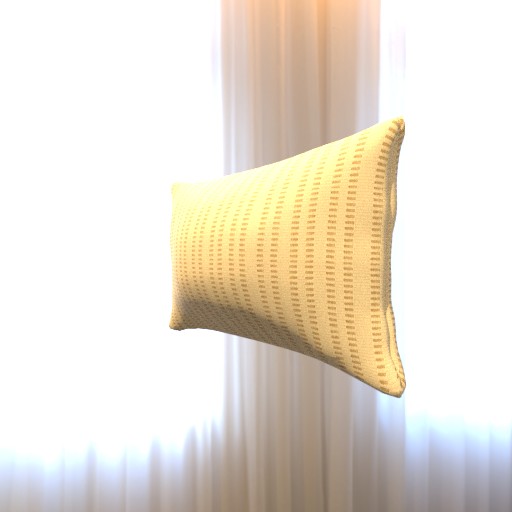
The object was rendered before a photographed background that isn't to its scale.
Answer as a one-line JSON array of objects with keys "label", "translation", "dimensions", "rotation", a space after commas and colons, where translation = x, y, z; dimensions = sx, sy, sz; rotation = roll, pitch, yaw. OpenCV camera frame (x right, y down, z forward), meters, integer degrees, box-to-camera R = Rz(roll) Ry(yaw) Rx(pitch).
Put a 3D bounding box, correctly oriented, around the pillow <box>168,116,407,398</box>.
[{"label": "pillow", "translation": [0.000, 0.000, 0.808], "dimensions": [0.210, 0.353, 0.640], "rotation": [0, 0, -37]}]
